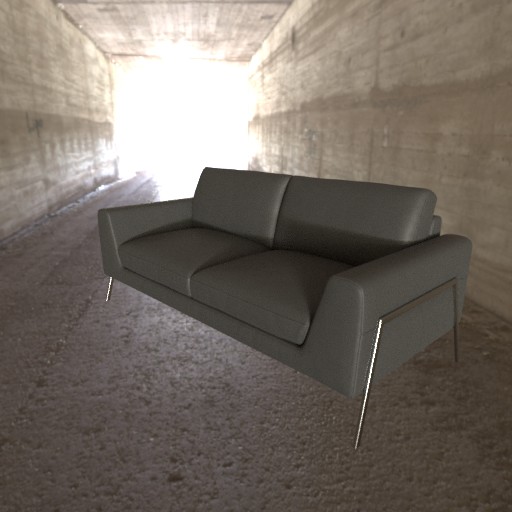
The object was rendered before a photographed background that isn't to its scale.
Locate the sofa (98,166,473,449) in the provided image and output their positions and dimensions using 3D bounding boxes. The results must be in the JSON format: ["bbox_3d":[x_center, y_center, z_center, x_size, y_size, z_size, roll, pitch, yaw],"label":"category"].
[{"bbox_3d":[0.000,0.000,2.515,0.953,0.875,2.017,-15,22,-42],"label":"sofa"}]
